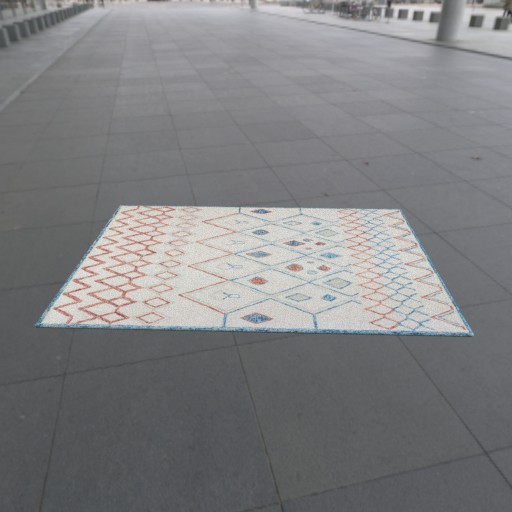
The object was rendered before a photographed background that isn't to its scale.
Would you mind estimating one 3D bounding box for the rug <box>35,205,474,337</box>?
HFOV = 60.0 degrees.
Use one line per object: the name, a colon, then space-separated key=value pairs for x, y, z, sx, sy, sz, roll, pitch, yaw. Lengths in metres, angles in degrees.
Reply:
rug: x=0.000 y=0.000 z=2.364 sx=1.829 sy=0.016 sz=1.219 roll=1 pitch=31 yaw=2
